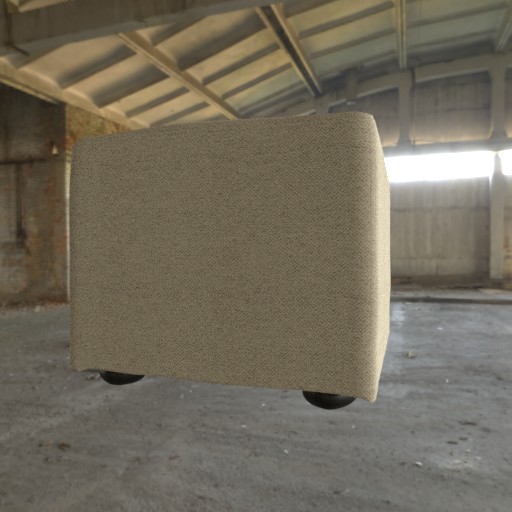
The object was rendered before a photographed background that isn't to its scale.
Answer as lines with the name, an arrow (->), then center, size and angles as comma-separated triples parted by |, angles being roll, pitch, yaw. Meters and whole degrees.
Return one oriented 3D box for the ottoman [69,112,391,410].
ottoman -> 0.000, 0.000, 0.906 | 0.512, 0.453, 0.521 | 0, 1, 19
